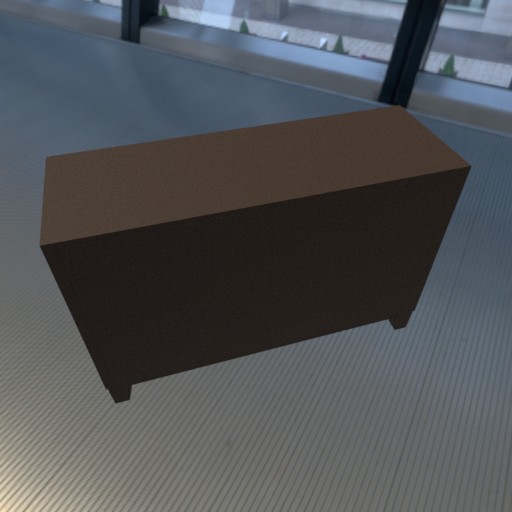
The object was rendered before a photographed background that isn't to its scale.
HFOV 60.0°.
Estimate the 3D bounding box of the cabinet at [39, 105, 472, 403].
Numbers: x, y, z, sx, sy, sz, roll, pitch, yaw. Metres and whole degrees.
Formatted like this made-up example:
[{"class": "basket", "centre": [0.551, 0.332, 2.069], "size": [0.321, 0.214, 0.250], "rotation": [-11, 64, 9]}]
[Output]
[{"class": "cabinet", "centre": [0.000, 0.000, 1.854], "size": [1.396, 0.914, 0.482], "rotation": [-12, 45, -12]}]
